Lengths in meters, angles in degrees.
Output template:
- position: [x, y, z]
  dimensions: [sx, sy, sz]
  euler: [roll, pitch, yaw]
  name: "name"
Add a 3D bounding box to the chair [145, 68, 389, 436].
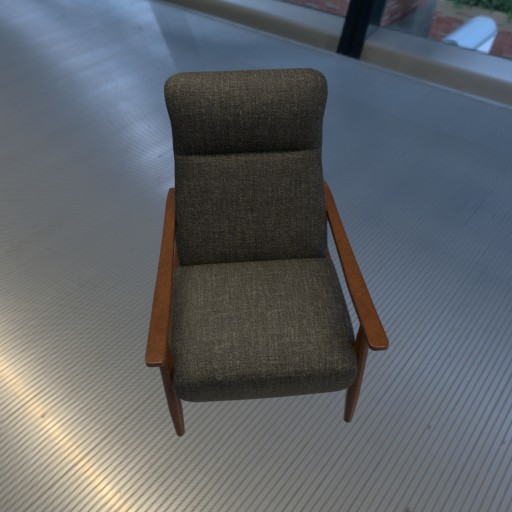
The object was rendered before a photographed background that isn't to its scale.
- position: [0.000, 0.000, 1.773]
  dimensions: [0.762, 1.082, 1.014]
  euler: [-3, 47, -3]
  name: "chair"
